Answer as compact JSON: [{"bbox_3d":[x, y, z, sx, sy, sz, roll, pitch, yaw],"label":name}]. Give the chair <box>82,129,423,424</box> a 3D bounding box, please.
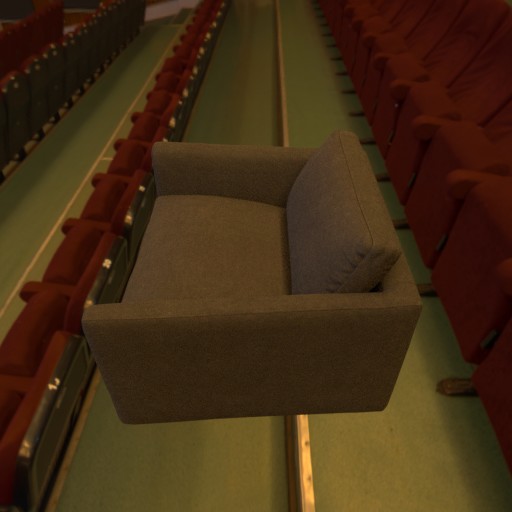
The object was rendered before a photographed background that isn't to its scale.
[{"bbox_3d":[0.000,0.000,1.924,1.091,0.845,1.190,0,40,1],"label":"chair"}]
